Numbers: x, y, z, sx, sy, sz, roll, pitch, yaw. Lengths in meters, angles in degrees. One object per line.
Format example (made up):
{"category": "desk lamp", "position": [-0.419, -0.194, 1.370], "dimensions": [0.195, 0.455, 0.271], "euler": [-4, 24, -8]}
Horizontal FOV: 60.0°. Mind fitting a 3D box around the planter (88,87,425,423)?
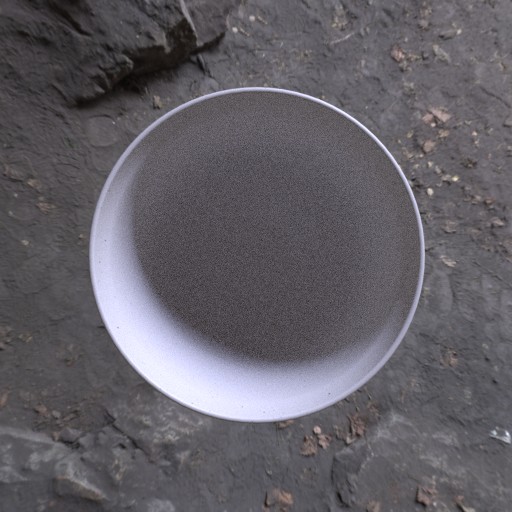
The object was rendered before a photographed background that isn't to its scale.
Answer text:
{"category": "planter", "position": [0.000, 0.000, 0.483], "dimensions": [0.268, 0.270, 0.268], "euler": [0, 90, 0]}
